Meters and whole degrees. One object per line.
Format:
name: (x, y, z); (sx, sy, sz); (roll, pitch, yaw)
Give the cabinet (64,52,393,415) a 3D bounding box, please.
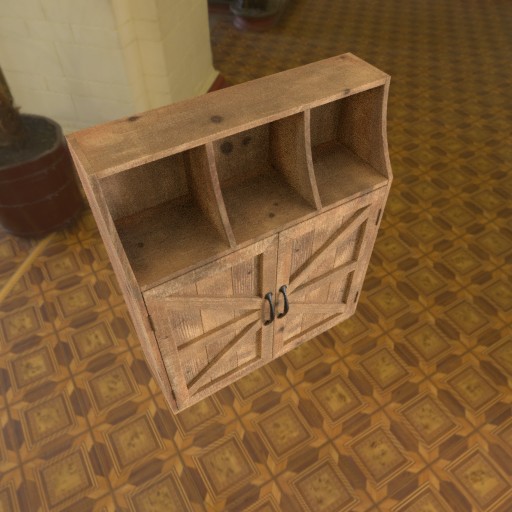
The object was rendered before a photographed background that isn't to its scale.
cabinet: (0.000, 0.000, 0.843); (0.489, 0.590, 0.184); (-24, 52, -20)
